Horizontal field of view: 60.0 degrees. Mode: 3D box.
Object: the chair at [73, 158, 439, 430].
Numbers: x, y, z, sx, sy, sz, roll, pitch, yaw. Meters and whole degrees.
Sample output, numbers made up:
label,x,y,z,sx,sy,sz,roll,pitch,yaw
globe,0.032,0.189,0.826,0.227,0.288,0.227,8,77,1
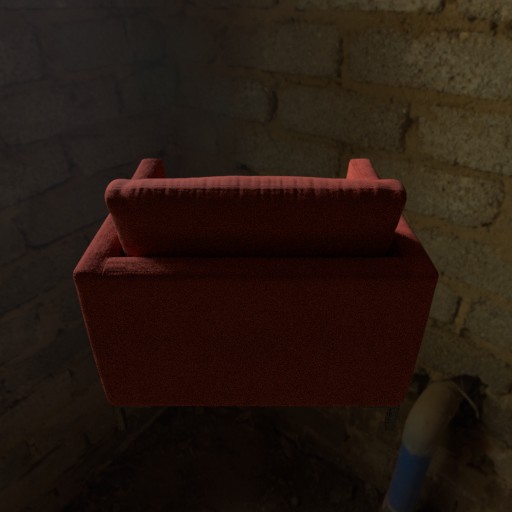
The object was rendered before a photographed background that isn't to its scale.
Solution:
label,x,y,z,sx,sy,sz,roll,pitch,yaw
chair,0.000,0.000,1.592,0.964,0.812,0.875,0,32,0
